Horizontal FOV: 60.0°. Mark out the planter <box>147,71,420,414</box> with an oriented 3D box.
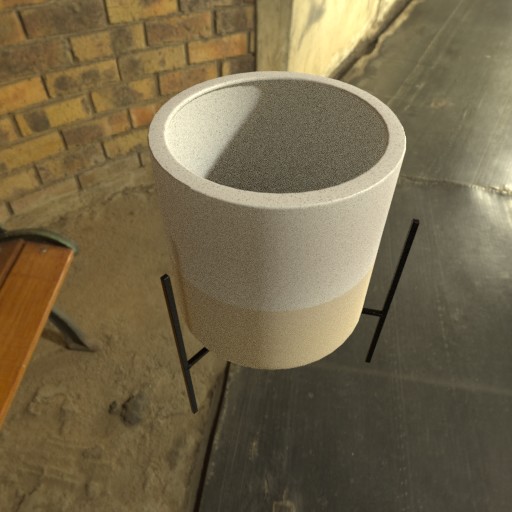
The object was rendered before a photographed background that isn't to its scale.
[{"bbox_3d":[0.000,0.000,0.543,0.263,0.362,0.267,-22,50,-20],"label":"planter"}]
